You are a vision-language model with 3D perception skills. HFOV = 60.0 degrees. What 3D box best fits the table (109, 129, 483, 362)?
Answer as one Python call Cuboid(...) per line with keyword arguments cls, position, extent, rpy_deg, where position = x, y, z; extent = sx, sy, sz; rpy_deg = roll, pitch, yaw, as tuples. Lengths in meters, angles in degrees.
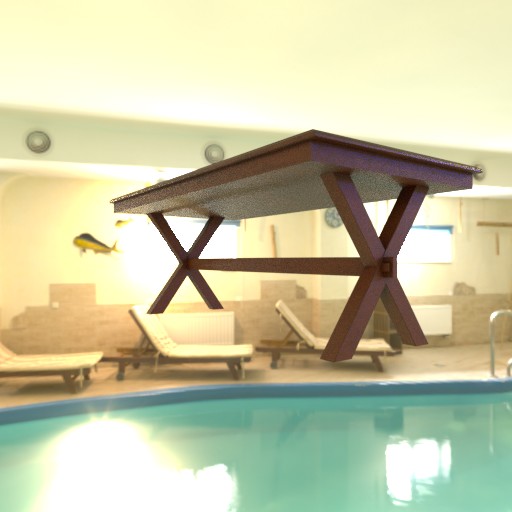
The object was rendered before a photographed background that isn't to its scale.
Cuboid(cls="table", position=(0.000, 0.000, 1.466), extent=(0.594, 0.459, 1.197), rpy_deg=(0, -1, -36))
